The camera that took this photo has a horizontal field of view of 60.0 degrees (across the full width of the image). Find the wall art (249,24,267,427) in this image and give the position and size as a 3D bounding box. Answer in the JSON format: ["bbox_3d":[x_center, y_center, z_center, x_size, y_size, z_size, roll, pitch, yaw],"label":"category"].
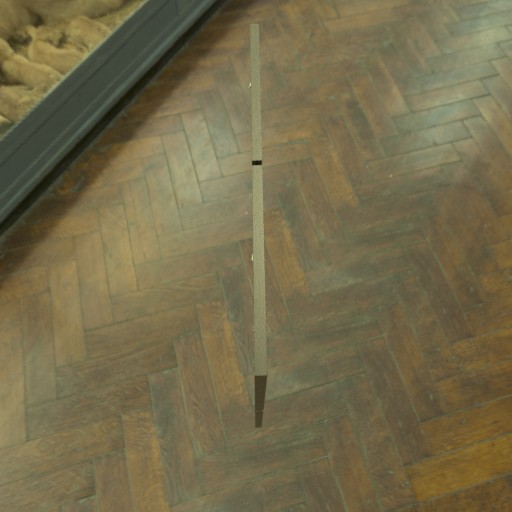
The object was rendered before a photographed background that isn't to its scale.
[{"bbox_3d":[0.000,0.000,1.553,0.030,1.032,1.032,-1,64,0],"label":"wall art"}]
